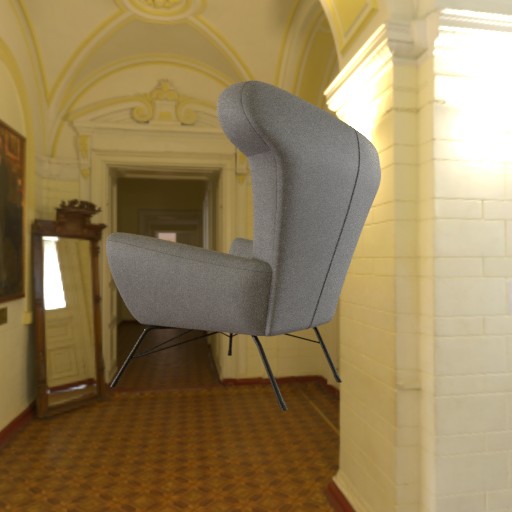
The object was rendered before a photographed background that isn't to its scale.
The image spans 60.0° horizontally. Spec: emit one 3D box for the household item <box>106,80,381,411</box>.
[{"bbox_3d":[0.000,0.000,1.836,0.900,1.050,0.980,-1,-1,36],"label":"household item"}]
